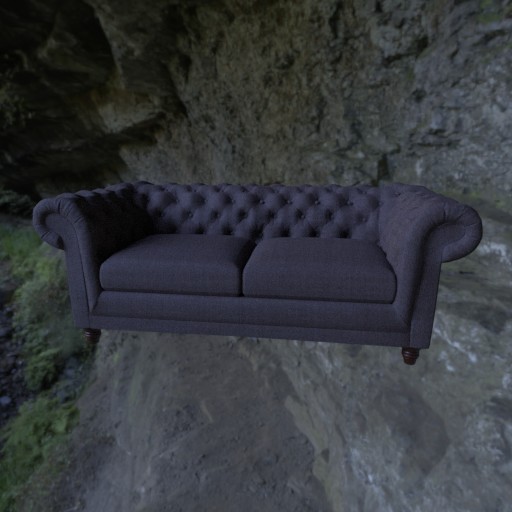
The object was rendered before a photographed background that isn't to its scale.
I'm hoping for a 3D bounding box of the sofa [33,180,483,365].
[{"bbox_3d":[0.000,0.000,2.470,2.048,0.780,0.944,2,14,8],"label":"sofa"}]
